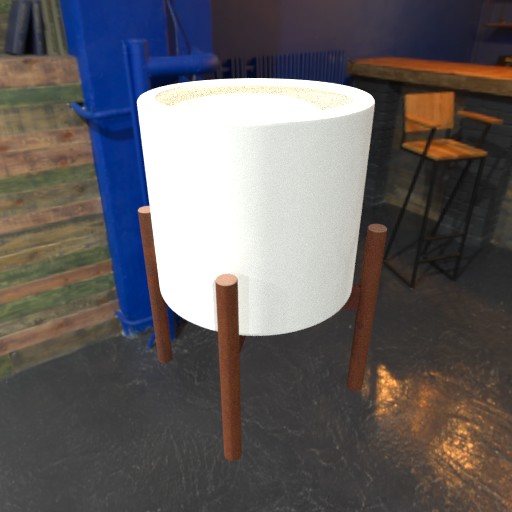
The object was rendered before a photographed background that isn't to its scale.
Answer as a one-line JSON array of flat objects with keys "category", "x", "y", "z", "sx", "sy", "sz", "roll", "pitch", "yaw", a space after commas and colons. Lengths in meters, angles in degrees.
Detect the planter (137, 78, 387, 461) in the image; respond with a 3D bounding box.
[{"category": "planter", "x": 0.000, "y": 0.000, "z": 0.513, "sx": 0.224, "sy": 0.358, "sz": 0.224, "roll": -18, "pitch": 34, "yaw": -29}]
